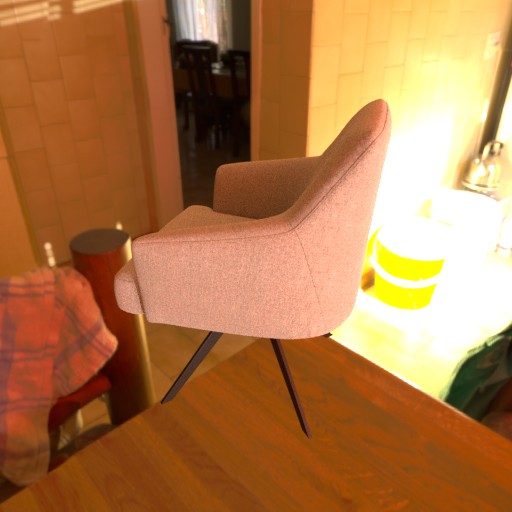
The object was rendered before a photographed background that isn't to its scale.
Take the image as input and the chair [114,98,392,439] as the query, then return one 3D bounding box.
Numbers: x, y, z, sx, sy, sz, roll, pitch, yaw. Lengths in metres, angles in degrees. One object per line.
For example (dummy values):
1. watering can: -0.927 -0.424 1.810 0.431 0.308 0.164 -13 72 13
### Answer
1. chair: 0.000 0.000 1.333 0.677 0.874 0.642 8 30 14
